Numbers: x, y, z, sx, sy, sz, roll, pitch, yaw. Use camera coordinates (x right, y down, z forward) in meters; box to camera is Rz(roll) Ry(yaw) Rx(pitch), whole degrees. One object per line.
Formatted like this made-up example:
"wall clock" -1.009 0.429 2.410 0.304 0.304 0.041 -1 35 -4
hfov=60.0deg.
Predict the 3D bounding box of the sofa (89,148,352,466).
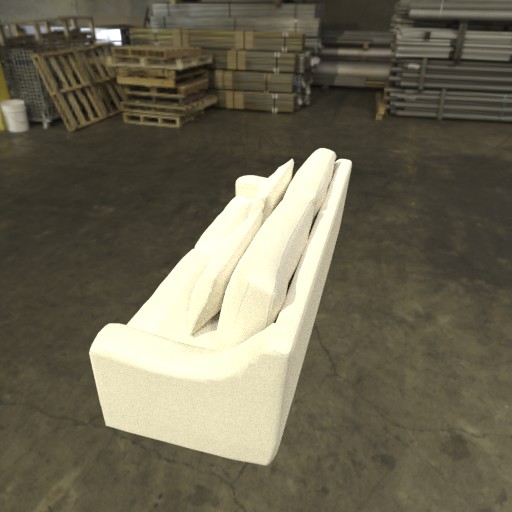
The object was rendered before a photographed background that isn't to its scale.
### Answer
"sofa" 0.000 0.000 3.050 1.009 1.022 2.470 8 32 14
